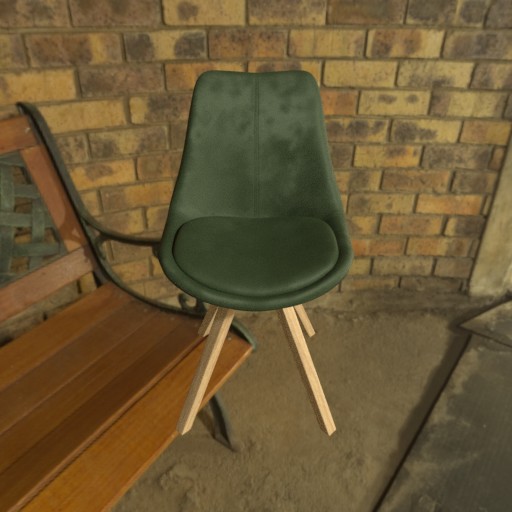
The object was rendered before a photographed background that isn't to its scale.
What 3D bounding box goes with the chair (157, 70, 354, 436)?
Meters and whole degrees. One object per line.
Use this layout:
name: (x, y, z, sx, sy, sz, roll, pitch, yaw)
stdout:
chair: (0.000, 0.000, 1.187, 0.483, 0.865, 0.547, 0, 29, 0)
